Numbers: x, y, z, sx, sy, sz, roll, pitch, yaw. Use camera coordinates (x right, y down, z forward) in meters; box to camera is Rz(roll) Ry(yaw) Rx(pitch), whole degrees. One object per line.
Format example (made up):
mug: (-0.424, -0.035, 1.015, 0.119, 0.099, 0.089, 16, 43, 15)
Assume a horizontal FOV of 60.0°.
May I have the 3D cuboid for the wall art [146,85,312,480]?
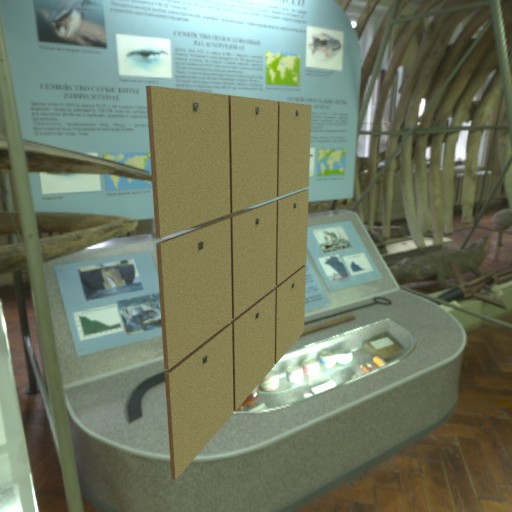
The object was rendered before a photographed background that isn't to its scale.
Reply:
wall art: (0.000, 0.000, 1.816, 0.024, 1.218, 1.221, 8, 18, 25)
